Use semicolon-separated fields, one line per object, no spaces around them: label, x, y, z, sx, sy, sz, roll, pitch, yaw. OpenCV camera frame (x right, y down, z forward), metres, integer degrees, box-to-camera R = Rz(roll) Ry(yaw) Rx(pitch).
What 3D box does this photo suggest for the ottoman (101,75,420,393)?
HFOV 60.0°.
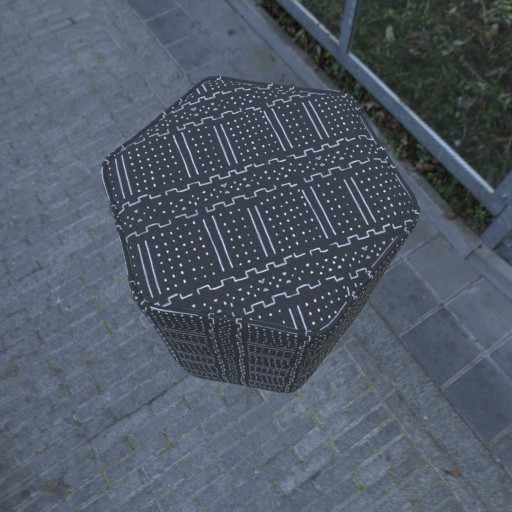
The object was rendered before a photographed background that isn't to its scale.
ottoman;0.000;0.000;0.881;0.443;0.502;0.494;-18;65;-9
